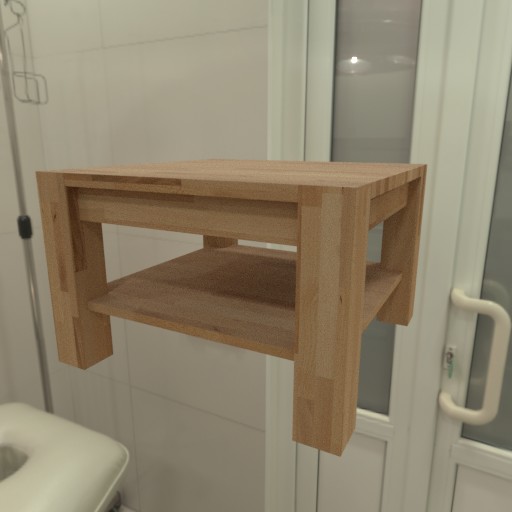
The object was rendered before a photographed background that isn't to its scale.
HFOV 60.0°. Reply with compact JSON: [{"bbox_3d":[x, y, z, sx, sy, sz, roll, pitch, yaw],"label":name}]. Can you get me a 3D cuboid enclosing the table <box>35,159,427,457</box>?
[{"bbox_3d":[0.000,0.000,1.145,0.700,0.451,0.700,8,17,27],"label":"table"}]
